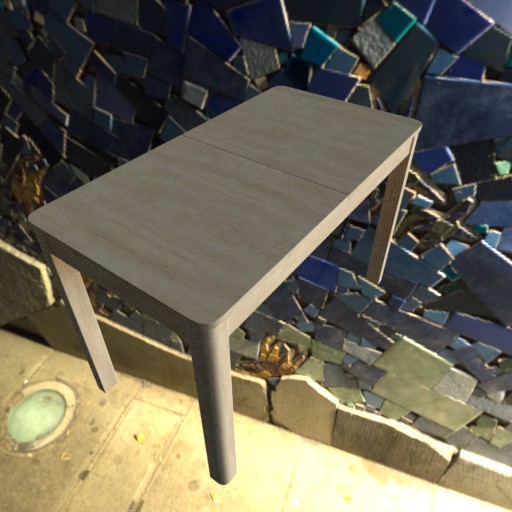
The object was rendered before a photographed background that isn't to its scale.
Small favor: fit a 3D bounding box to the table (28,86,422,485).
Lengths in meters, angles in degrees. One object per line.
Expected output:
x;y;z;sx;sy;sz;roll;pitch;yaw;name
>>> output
0.000;0.000;1.903;0.750;0.900;1.400;25;47;27;table
